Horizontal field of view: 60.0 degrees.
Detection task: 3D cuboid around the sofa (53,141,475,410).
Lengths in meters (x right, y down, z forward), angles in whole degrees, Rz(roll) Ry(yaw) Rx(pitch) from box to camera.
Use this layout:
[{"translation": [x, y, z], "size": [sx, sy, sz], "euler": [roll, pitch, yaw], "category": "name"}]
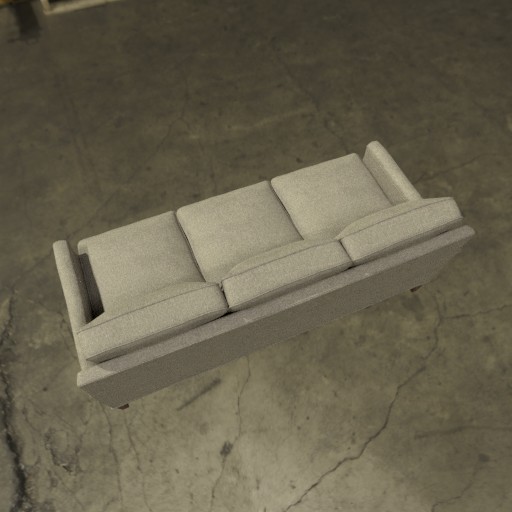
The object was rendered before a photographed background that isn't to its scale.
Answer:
[{"translation": [0.000, 0.000, 2.739], "size": [2.246, 1.003, 1.084], "euler": [-20, 60, -12], "category": "sofa"}]
